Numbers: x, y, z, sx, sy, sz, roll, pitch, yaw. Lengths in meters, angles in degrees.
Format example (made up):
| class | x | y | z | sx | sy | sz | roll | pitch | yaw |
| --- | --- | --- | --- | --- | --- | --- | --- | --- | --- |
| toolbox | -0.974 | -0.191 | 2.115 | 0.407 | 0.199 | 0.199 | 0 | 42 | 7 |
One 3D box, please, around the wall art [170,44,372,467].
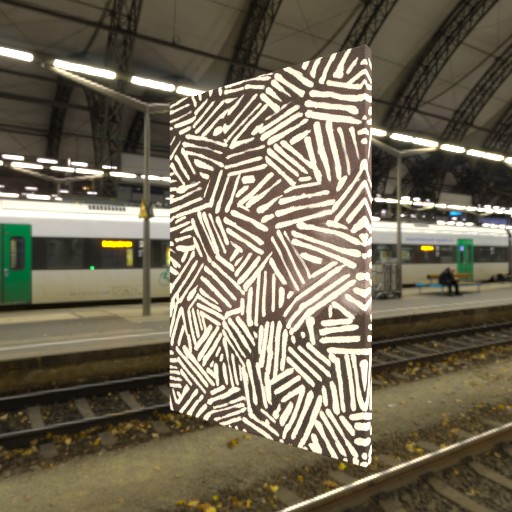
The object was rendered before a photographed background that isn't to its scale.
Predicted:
| class | x | y | z | sx | sy | sz | roll | pitch | yaw |
| --- | --- | --- | --- | --- | --- | --- | --- | --- | --- |
| wall art | 0.000 | 0.000 | 1.154 | 0.615 | 0.918 | 0.035 | 0 | 0 | 36 |
